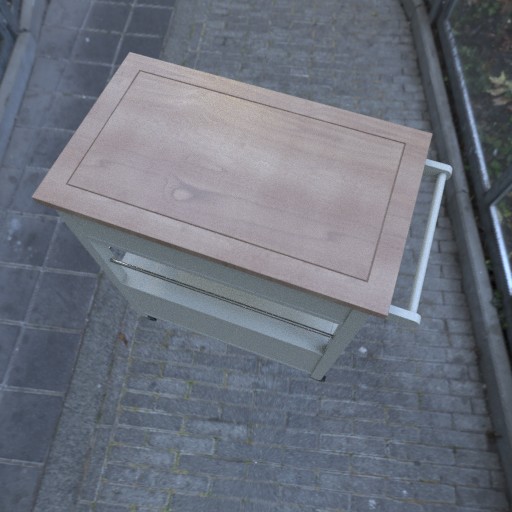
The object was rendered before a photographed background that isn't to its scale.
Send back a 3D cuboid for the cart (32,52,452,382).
[{"bbox_3d":[0.000,0.000,1.371,0.840,0.901,0.459,18,66,8],"label":"cart"}]
